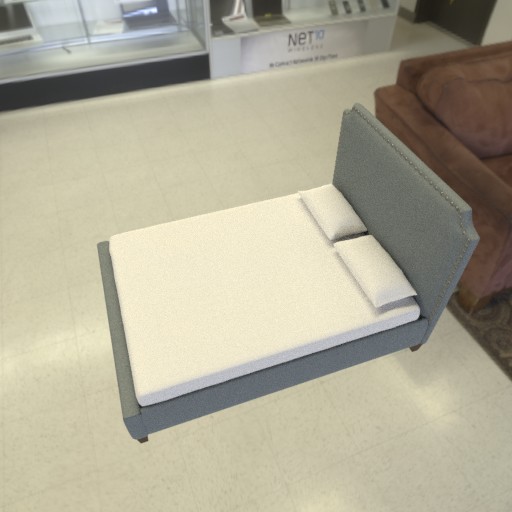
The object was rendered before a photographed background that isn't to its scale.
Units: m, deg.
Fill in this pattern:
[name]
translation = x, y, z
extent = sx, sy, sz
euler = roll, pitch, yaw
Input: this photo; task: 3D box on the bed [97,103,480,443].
[bed]
translation = 0.000, 0.000, 3.411
extent = 2.372, 1.443, 1.712
euler = -14, 48, -13
